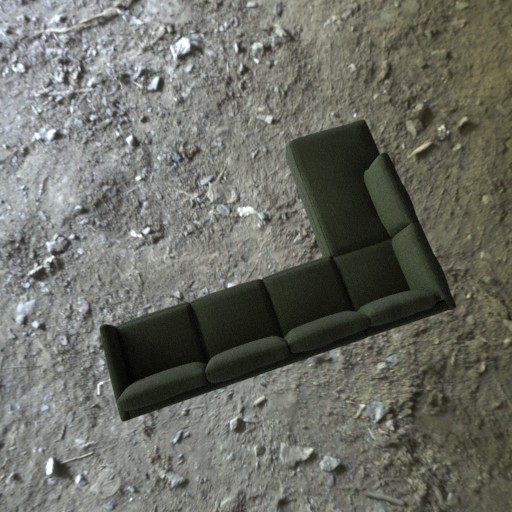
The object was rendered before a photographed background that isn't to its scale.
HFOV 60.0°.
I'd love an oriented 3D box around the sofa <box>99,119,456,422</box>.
[{"bbox_3d":[0.000,0.000,4.022,2.949,0.815,2.007,-18,76,-5],"label":"sofa"}]
